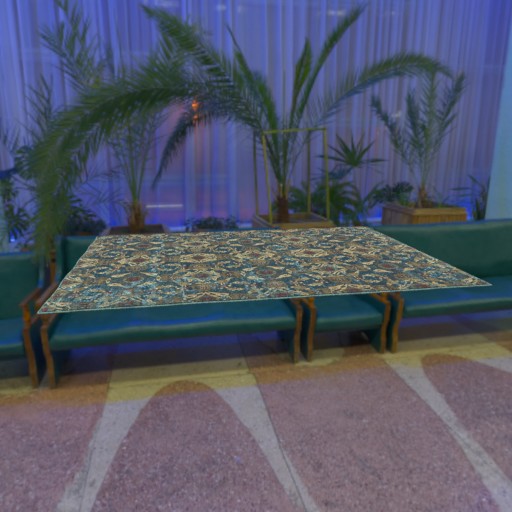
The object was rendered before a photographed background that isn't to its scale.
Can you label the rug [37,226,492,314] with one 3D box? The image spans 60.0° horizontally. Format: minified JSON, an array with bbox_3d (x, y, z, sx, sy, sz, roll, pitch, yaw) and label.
[{"bbox_3d":[0.000,0.000,2.850,2.207,0.014,1.567,-3,15,-10],"label":"rug"}]
